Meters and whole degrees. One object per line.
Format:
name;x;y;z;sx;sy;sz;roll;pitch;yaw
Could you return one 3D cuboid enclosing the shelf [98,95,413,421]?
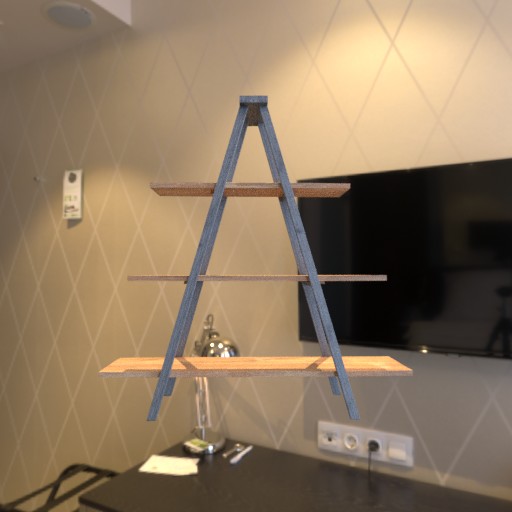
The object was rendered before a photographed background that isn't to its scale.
shelf;0.000;0.000;2.693;1.746;1.808;0.508;0;-2;-1
